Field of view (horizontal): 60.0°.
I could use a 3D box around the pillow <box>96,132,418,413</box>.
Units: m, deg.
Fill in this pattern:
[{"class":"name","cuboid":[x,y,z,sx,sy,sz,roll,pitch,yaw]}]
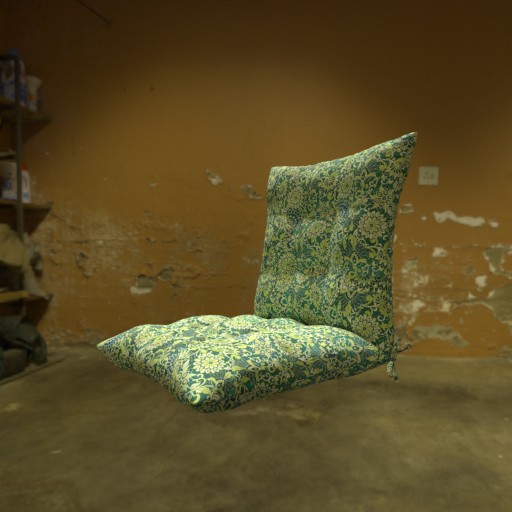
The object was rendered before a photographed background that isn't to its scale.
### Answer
[{"class":"pillow","cuboid":[0.000,0.000,1.014,0.585,0.536,0.541,-1,1,-36]}]
